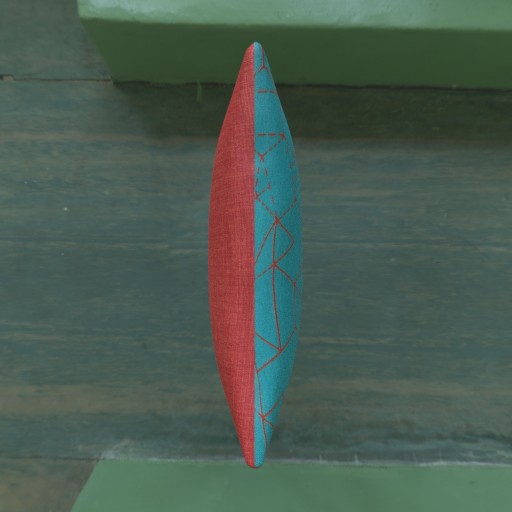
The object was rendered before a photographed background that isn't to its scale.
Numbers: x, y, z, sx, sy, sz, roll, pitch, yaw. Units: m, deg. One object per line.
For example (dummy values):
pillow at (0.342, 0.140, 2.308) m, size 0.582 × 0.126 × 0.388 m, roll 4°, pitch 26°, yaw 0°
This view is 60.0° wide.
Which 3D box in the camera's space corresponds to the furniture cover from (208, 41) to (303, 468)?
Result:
furniture cover at (0.000, 0.000, 0.785) m, size 0.158 × 0.508 × 0.517 m, roll 0°, pitch 90°, yaw 0°
